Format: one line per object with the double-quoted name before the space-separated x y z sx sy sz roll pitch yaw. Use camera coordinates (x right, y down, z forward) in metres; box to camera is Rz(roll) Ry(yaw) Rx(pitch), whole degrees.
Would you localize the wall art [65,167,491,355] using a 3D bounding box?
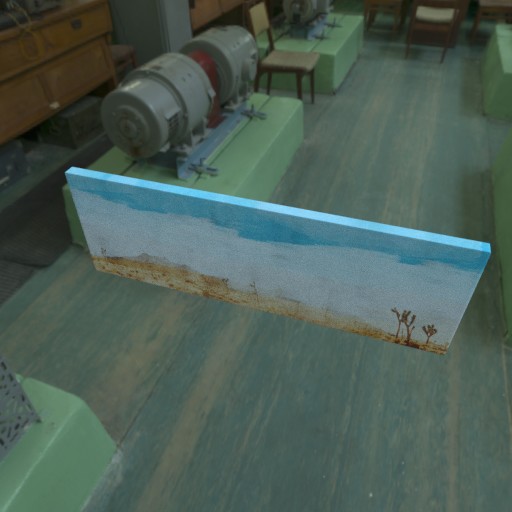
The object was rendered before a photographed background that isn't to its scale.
"wall art" 0.000 0.000 0.854 0.759 0.254 0.044 12 42 14
